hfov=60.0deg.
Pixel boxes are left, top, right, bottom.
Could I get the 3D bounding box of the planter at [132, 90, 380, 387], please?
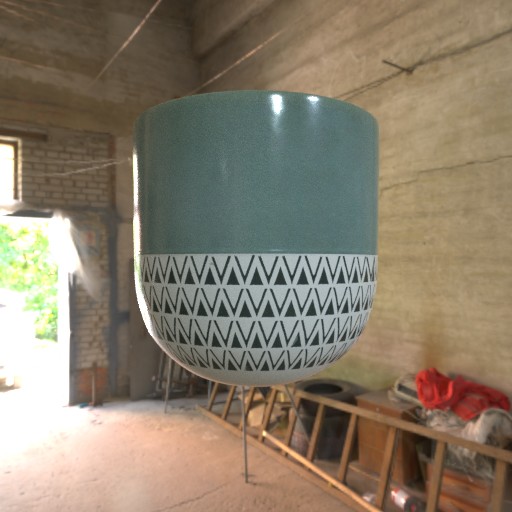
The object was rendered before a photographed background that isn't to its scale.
[{"bbox_3d":[0.000,0.000,0.494,0.266,0.270,0.266,0,-1,0],"label":"planter"}]
